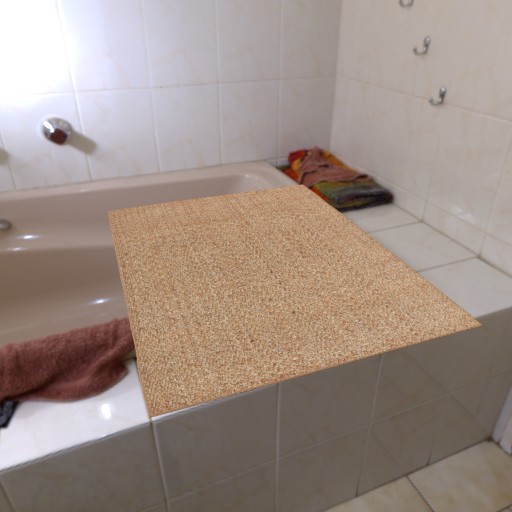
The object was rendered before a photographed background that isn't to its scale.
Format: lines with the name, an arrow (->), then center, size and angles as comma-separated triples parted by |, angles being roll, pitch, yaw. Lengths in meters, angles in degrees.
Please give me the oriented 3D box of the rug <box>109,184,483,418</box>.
rug -> 0.000, 0.000, 4.110 | 2.439, 0.013, 3.048 | -10, 32, -17
